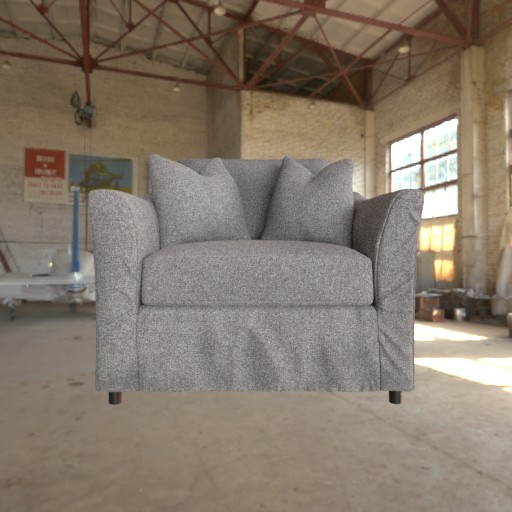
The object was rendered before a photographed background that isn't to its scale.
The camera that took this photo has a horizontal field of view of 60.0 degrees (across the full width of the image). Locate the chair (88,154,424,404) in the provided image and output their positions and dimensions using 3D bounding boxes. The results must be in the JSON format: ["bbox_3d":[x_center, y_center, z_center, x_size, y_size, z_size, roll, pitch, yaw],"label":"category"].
[{"bbox_3d":[0.000,0.000,2.061,1.194,1.059,1.071,0,-2,0],"label":"chair"}]
